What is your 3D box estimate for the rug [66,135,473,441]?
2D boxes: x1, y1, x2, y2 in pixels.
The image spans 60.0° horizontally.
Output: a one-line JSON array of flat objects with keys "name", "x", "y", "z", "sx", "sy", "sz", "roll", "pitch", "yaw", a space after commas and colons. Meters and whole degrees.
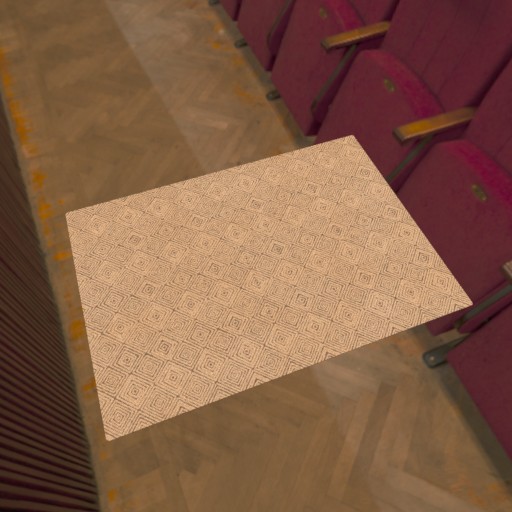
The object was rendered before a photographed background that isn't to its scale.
[{"name": "rug", "x": 0.000, "y": 0.000, "z": 2.899, "sx": 2.238, "sy": 0.008, "sz": 1.593, "roll": -18, "pitch": 59, "yaw": -11}]
